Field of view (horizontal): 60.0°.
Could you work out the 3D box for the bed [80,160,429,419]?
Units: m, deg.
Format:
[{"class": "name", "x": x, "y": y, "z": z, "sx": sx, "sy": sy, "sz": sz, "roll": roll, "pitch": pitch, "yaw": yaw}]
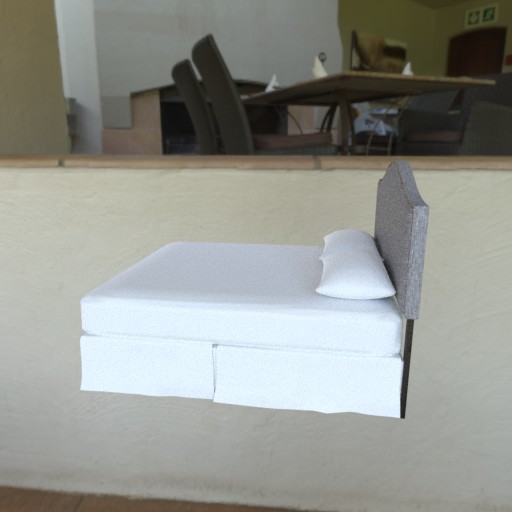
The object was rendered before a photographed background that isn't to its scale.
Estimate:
[{"class": "bed", "x": 0.000, "y": 0.000, "z": 3.039, "sx": 1.870, "sy": 1.295, "sz": 1.610, "roll": 2, "pitch": 15, "yaw": 9}]
